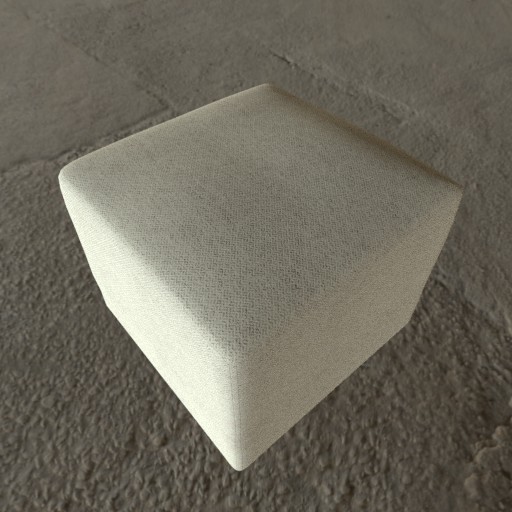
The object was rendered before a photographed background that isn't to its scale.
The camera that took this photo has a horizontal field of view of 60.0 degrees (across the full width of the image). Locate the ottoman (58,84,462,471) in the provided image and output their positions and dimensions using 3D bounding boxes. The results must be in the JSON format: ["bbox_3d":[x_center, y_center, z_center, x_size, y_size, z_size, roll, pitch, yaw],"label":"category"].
[{"bbox_3d":[0.000,0.000,0.896,0.521,0.453,0.512,-32,55,-26],"label":"ottoman"}]
